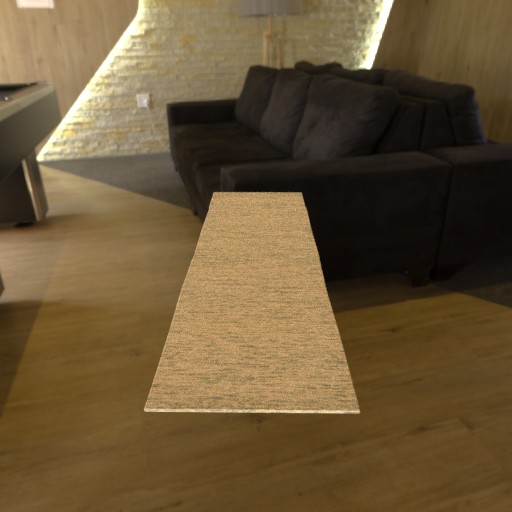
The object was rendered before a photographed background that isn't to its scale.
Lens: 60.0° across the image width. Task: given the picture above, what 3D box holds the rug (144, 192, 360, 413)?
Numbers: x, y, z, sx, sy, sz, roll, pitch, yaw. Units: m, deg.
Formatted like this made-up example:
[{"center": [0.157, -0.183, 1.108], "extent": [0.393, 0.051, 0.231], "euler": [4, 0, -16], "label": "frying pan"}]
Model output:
[{"center": [0.000, 0.000, 2.440], "extent": [0.700, 0.014, 2.290], "euler": [0, 26, 1], "label": "rug"}]
